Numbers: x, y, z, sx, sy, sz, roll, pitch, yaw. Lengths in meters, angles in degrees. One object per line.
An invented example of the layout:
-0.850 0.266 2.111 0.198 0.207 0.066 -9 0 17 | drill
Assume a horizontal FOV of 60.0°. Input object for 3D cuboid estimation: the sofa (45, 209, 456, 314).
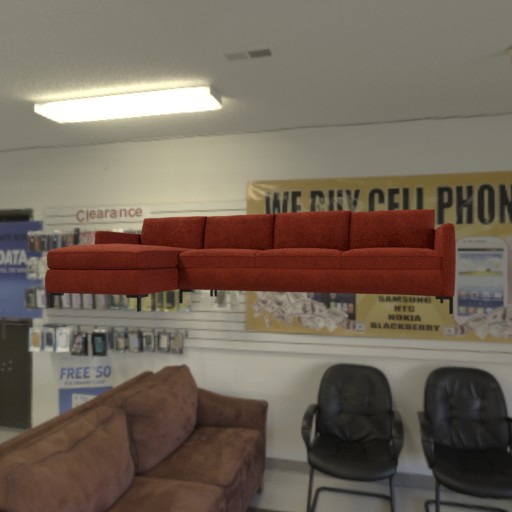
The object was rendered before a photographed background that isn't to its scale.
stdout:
0.000 0.000 2.957 2.467 0.663 1.136 0 0 18 | sofa
